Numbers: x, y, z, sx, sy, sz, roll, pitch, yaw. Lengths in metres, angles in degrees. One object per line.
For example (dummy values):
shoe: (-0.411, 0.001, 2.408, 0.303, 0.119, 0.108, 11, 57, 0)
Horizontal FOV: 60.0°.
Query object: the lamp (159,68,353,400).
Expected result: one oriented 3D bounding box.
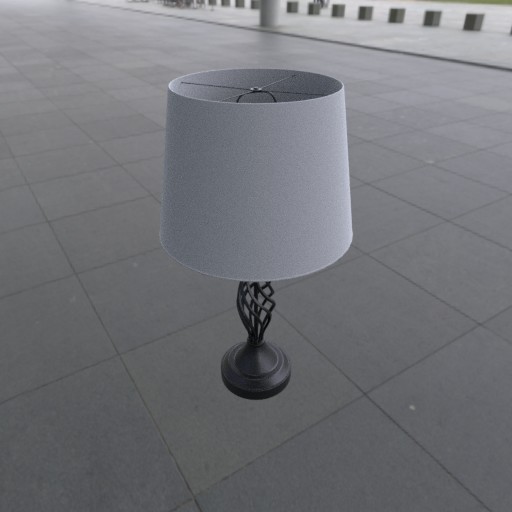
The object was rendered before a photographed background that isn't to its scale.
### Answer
lamp: (0.000, 0.000, 0.802, 0.331, 0.594, 0.331, 0, 32, 0)
